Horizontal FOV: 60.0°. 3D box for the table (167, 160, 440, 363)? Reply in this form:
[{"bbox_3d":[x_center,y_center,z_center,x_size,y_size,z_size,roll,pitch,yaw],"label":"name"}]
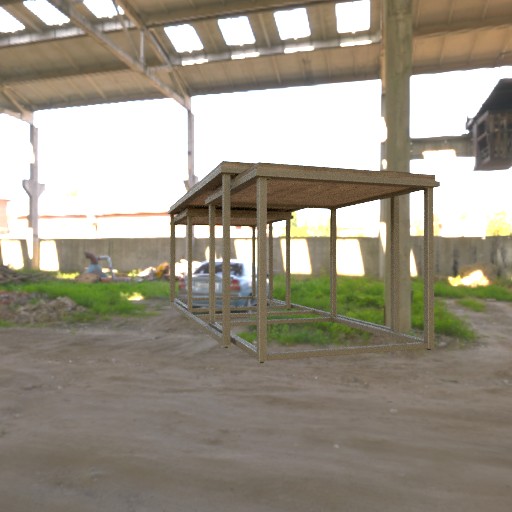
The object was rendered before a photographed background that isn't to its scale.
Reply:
[{"bbox_3d":[0.000,0.000,1.538,0.489,0.427,1.312,0,0,-18],"label":"table"}]
